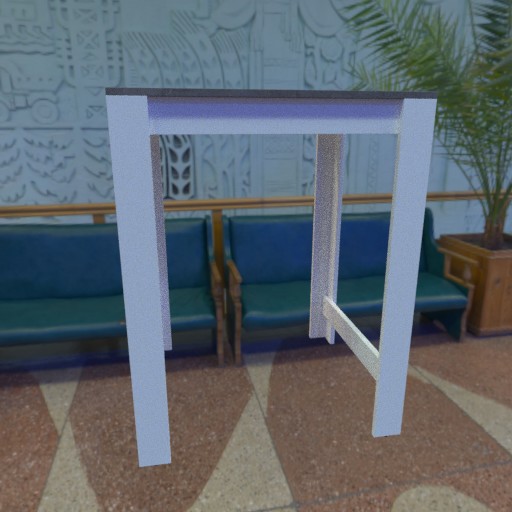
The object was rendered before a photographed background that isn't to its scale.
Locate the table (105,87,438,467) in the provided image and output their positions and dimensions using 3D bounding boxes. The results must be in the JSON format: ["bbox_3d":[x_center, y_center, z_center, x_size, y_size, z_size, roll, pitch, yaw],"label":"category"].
[{"bbox_3d":[0.000,0.000,1.517,0.800,1.020,0.700,-3,17,-10],"label":"table"}]
